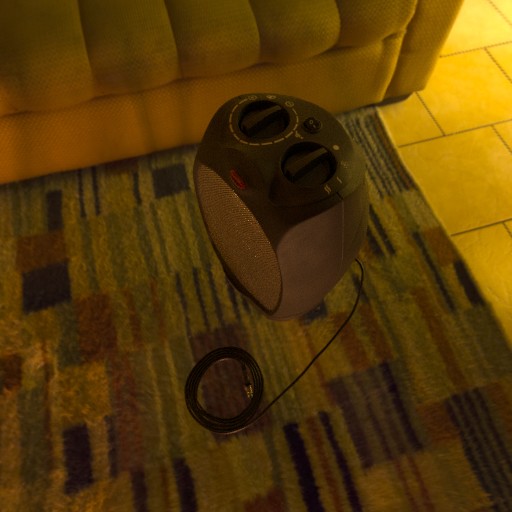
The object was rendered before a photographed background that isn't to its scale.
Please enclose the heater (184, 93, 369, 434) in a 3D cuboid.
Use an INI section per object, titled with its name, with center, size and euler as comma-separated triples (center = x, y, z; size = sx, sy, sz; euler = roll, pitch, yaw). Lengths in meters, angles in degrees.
[heater]
center = 0.000, 0.000, 0.467
size = 0.291, 0.255, 0.239
euler = -34, 67, -16
